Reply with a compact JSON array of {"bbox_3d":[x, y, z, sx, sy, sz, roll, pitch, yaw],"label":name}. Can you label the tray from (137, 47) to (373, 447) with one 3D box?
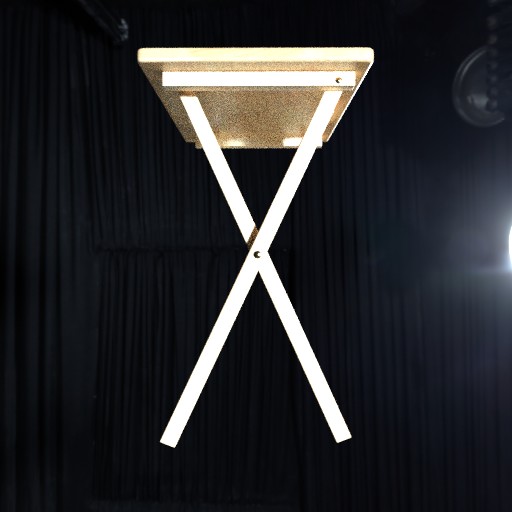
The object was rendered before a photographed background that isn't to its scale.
[{"bbox_3d":[0.000,0.000,0.944,0.381,0.660,0.483,0,-1,0],"label":"tray"}]
